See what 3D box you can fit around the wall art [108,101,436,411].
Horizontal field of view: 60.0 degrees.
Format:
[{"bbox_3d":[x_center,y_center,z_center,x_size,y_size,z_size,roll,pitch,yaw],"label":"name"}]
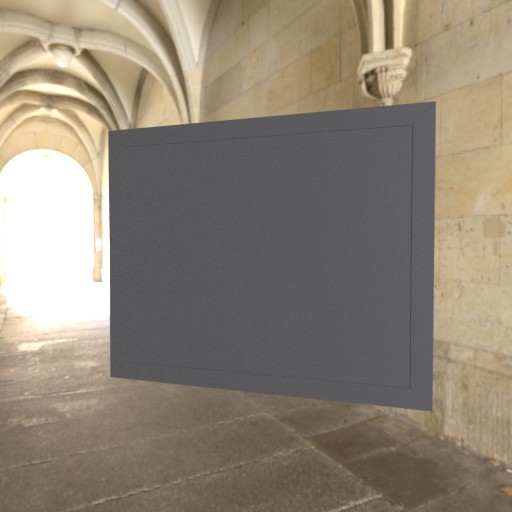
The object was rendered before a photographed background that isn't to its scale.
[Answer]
[{"bbox_3d":[0.000,0.000,0.542,0.404,0.329,0.024,0,2,18],"label":"wall art"}]
